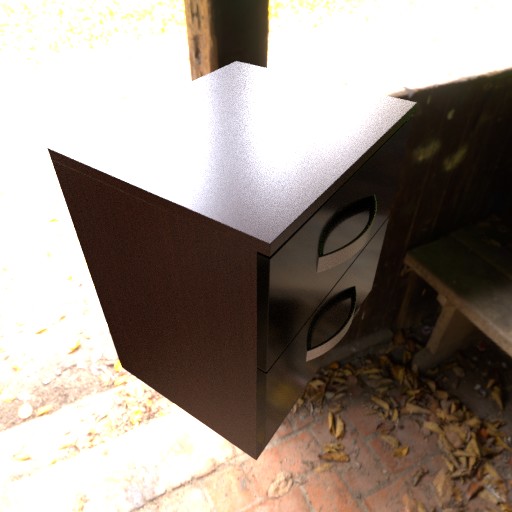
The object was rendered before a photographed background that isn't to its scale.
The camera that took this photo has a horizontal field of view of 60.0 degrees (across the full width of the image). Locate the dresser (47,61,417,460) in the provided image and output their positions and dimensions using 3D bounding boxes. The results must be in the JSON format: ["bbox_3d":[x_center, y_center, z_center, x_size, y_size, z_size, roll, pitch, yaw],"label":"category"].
[{"bbox_3d":[0.000,0.000,0.756,0.360,0.470,0.400,24,47,25],"label":"dresser"}]
